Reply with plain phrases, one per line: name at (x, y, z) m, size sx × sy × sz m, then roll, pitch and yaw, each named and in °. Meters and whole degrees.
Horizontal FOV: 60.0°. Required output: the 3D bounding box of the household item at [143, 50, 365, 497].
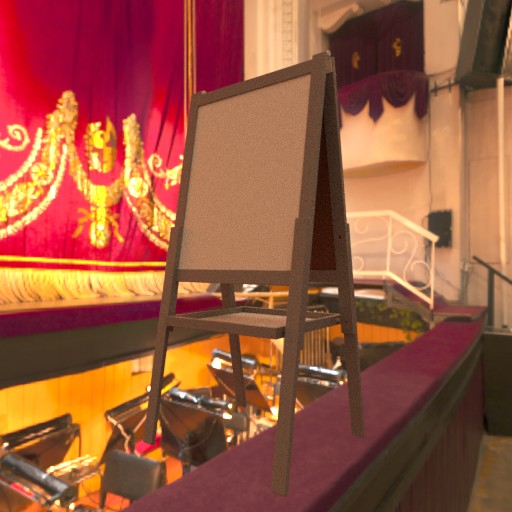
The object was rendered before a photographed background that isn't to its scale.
household item at (0.000, 0.000, 1.420) m, size 0.531 × 1.172 × 0.469 m, roll -1°, pitch -1°, yaw 37°
